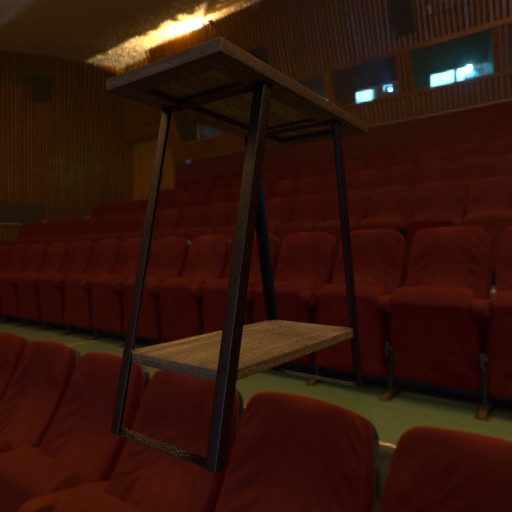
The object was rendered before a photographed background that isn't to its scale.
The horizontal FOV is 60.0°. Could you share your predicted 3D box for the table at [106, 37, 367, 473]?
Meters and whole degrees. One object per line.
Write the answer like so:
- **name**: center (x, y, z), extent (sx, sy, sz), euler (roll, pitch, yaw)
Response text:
- **table**: center (0.000, 0.000, 1.034), extent (0.300, 0.701, 0.599), euler (0, 1, 36)
